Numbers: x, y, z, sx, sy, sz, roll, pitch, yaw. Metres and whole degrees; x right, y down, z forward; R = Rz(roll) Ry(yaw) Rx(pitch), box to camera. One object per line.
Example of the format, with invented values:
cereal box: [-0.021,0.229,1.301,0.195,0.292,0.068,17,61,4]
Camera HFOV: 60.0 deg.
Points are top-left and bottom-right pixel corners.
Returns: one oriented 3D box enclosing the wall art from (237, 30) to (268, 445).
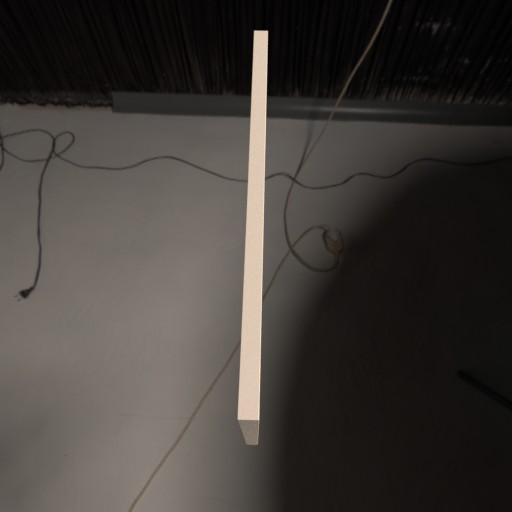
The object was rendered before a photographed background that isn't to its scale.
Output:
wall art: [0.000,0.000,1.346,0.038,0.762,1.016,1,64,1]
